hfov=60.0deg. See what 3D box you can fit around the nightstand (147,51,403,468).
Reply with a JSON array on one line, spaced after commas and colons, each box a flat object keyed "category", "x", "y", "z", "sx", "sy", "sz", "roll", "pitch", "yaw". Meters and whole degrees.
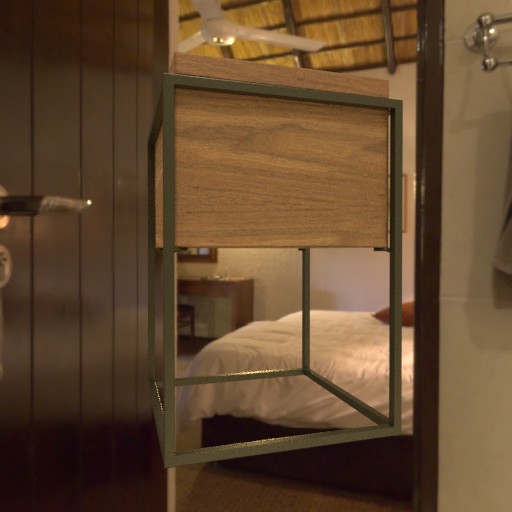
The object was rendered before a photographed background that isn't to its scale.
[{"category": "nightstand", "x": 0.000, "y": 0.000, "z": 0.882, "sx": 0.397, "sy": 0.607, "sz": 0.397, "roll": 0, "pitch": 1, "yaw": -17}]
